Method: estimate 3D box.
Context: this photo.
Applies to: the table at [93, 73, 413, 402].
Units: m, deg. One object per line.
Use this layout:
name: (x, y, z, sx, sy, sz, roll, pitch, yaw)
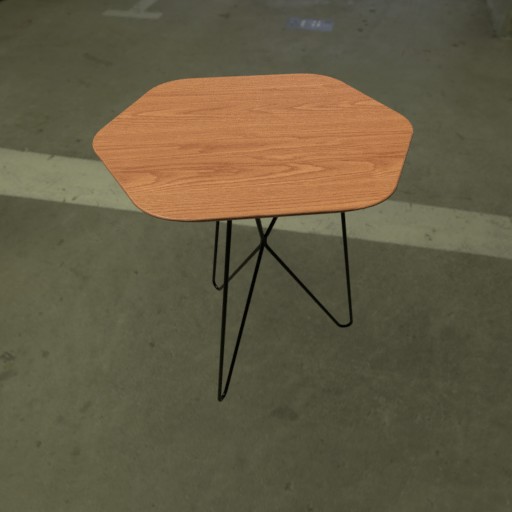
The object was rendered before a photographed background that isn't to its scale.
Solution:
table: (0.000, 0.000, 0.894, 0.500, 0.562, 0.400, -4, 46, -4)
